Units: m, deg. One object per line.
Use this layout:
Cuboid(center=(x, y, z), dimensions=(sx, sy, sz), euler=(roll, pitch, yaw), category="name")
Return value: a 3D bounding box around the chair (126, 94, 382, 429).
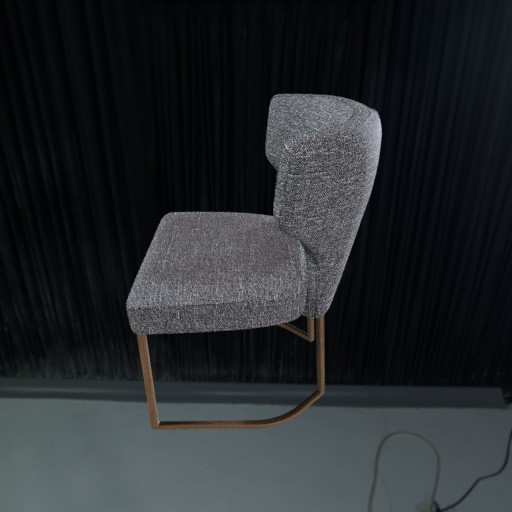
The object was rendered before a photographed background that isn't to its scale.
Cuboid(center=(0.000, 0.000, 1.273), dimensions=(0.617, 0.824, 0.611), euler=(0, 28, -1), category="chair")
